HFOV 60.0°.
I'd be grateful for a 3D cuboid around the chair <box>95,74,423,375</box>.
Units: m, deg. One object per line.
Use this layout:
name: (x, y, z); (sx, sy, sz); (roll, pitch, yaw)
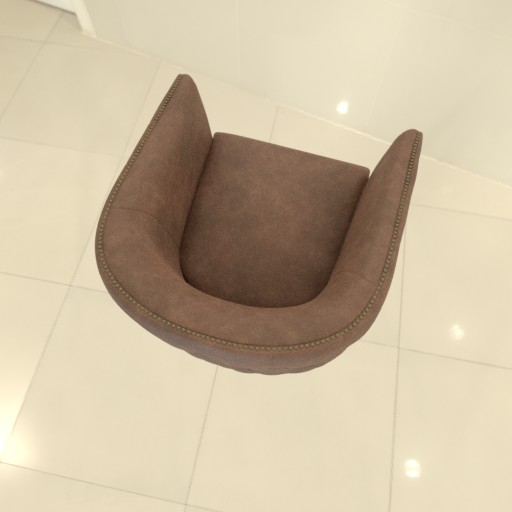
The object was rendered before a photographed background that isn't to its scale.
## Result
chair: (0.000, 0.000, 1.533); (0.850, 0.790, 0.870); (16, 66, 8)
